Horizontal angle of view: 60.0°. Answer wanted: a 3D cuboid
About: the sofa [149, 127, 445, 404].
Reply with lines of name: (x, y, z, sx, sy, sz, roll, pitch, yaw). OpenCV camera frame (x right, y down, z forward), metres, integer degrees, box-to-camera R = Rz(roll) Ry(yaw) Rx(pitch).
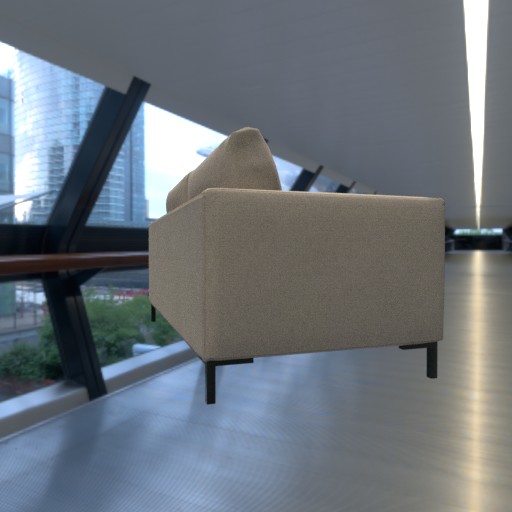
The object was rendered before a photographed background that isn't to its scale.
sofa: (0.000, 0.000, 2.173, 0.875, 0.840, 1.682, 0, 1, -19)
